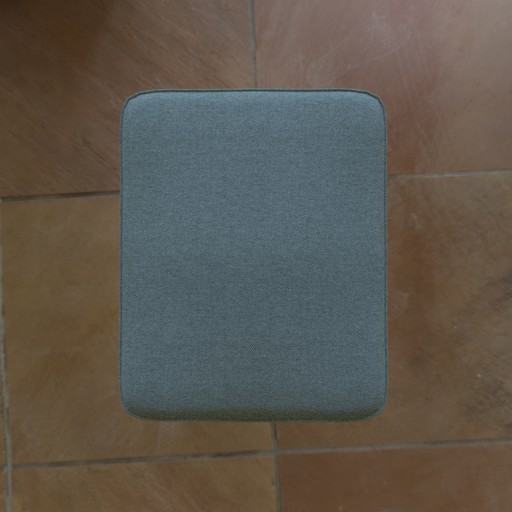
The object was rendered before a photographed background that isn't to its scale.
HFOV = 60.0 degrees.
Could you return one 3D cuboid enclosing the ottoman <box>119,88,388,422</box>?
[{"bbox_3d":[0.000,0.000,1.145,0.589,0.537,0.738,0,89,1],"label":"ottoman"}]
